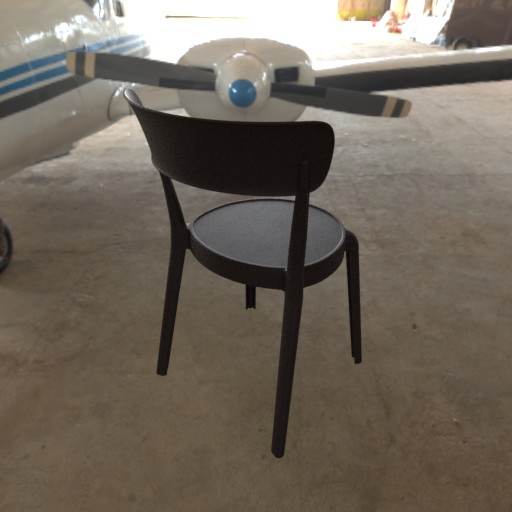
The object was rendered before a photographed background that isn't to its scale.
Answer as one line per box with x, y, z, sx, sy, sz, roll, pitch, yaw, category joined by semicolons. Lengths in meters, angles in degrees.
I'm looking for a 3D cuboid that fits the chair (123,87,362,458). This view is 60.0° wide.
0.000;0.000;1.113;0.506;0.790;0.491;22;37;33;chair
